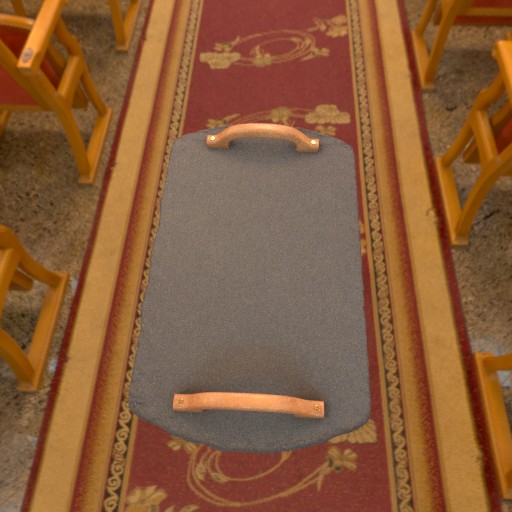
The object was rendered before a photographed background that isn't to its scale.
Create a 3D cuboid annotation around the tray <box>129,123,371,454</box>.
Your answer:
[{"bbox_3d":[0.000,0.000,0.476,0.231,0.062,0.387,2,63,1],"label":"tray"}]
